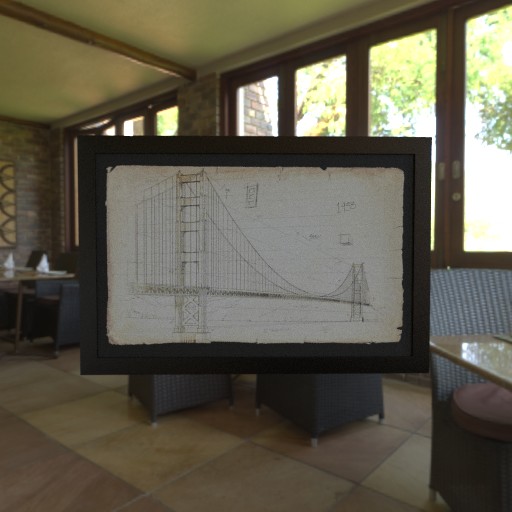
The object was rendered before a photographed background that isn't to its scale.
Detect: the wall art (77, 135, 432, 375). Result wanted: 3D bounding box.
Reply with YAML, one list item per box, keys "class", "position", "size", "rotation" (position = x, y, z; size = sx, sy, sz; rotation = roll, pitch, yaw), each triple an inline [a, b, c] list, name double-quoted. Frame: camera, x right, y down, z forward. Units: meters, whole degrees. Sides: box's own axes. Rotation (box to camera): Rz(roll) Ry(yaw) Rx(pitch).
- class: "wall art"
  position: [0.000, 0.000, 0.837]
  size: [0.660, 0.447, 0.013]
  rotation: [0, 2, -1]
